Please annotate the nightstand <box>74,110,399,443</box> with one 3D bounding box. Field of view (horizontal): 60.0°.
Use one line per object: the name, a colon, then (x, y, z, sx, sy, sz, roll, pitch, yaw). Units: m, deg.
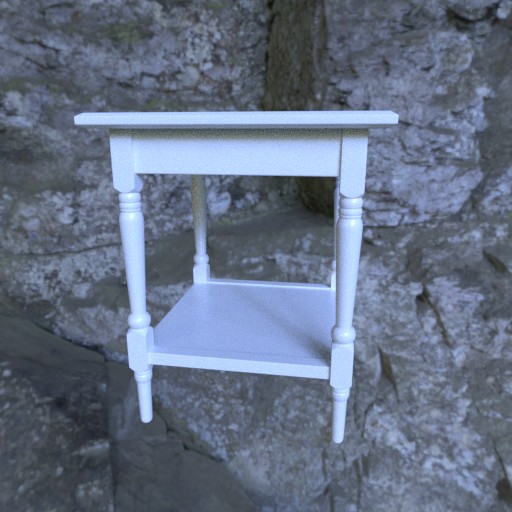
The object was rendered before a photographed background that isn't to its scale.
nightstand: (0.000, 0.000, 0.927, 0.459, 0.555, 0.505, 3, 16, 9)
